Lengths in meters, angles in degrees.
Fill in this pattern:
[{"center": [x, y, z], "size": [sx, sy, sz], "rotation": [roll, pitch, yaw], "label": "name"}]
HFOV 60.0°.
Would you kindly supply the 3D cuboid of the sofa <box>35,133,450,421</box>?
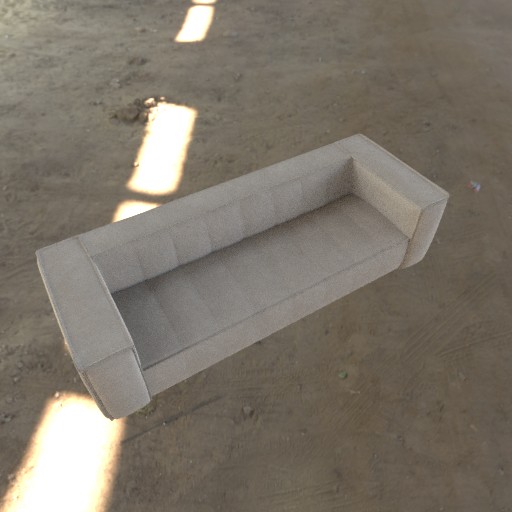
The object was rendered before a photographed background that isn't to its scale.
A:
[{"center": [0.000, 0.000, 3.184], "size": [2.697, 0.680, 1.038], "rotation": [-24, 51, -21], "label": "sofa"}]
